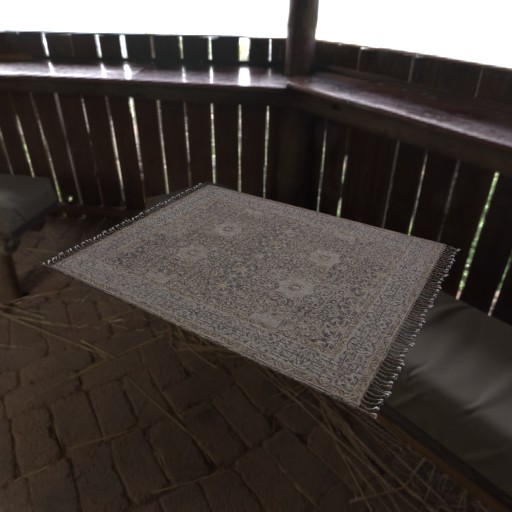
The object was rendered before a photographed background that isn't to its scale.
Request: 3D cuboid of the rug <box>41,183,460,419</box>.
[{"bbox_3d":[0.000,0.000,4.293,3.291,0.017,2.431,18,35,27],"label":"rug"}]
